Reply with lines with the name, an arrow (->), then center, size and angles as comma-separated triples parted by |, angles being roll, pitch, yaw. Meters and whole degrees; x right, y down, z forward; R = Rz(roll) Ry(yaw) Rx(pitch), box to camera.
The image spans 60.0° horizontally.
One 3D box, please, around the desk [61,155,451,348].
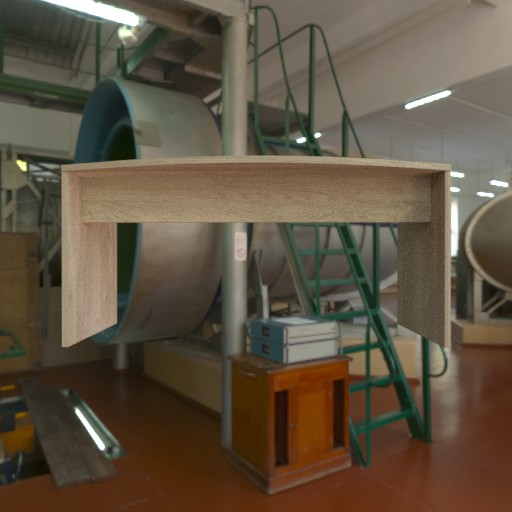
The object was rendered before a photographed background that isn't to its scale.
desk -> 0.000, 0.000, 2.054 | 1.600, 0.752, 0.802 | 0, 0, 1
